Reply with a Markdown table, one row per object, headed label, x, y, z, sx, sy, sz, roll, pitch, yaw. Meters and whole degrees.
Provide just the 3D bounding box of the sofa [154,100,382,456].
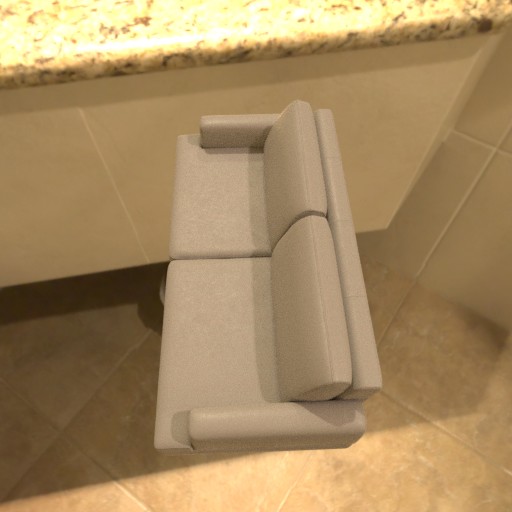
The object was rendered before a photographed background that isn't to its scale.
| label | x | y | z | sx | sy | sz | roll | pitch | yaw |
| --- | --- | --- | --- | --- | --- | --- | --- | --- | --- |
| sofa | 0.000 | 0.000 | 2.424 | 0.974 | 0.765 | 1.940 | -2 | 59 | -1 |
